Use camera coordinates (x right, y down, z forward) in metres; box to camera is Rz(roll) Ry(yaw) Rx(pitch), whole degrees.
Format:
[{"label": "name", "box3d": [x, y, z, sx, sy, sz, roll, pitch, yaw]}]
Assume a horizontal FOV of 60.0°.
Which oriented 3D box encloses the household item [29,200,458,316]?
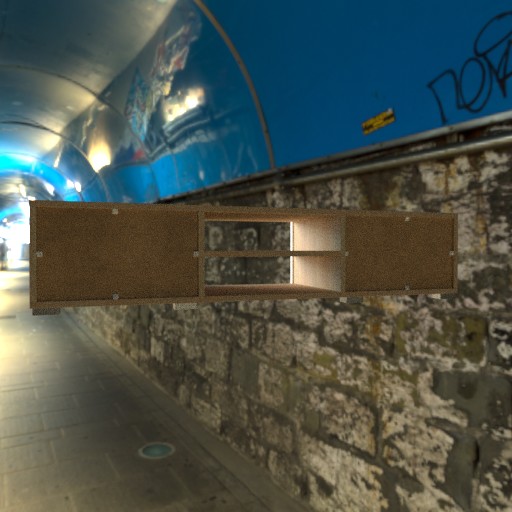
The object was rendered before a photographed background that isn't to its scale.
[{"label": "household item", "box3d": [0.000, 0.000, 1.591, 1.400, 0.310, 0.420, 0, 1, -18]}]
